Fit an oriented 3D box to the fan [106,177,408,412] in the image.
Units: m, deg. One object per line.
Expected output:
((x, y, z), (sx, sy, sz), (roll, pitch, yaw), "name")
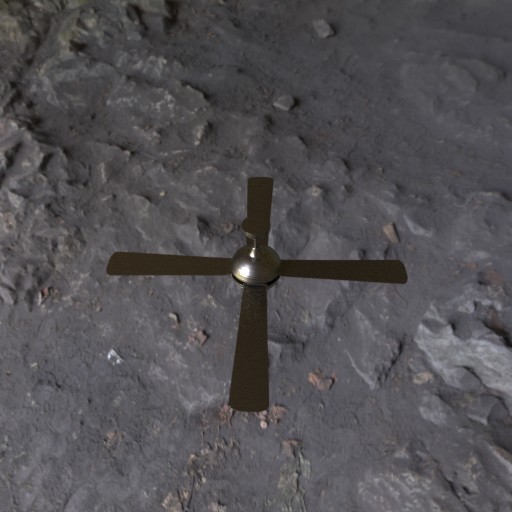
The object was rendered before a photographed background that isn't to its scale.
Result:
((0.000, 0.000, 1.999), (1.321, 0.381, 1.321), (17, 49, 15), "fan")
